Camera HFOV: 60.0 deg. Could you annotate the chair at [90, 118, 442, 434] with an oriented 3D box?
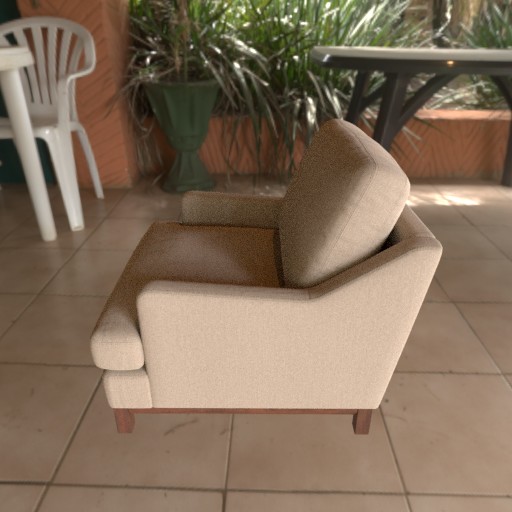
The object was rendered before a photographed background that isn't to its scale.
[{"bbox_3d":[0.000,0.000,1.666,1.001,0.916,0.912,0,27,0],"label":"chair"}]
